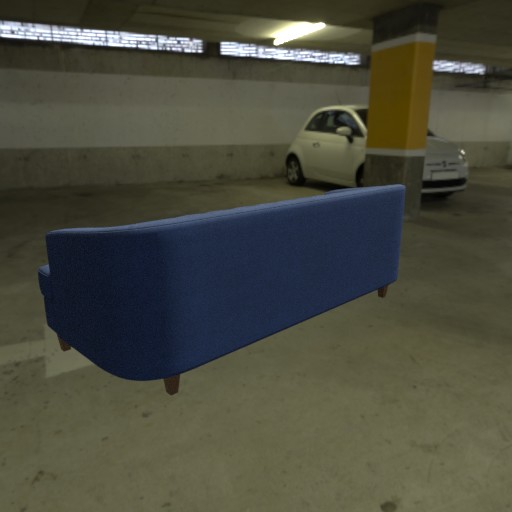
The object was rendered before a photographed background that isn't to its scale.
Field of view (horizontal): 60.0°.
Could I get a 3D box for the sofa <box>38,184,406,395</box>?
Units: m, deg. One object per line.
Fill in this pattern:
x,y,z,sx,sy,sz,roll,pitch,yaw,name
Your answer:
0.000,0.000,2.688,2.235,0.787,0.914,-14,21,-41,sofa
